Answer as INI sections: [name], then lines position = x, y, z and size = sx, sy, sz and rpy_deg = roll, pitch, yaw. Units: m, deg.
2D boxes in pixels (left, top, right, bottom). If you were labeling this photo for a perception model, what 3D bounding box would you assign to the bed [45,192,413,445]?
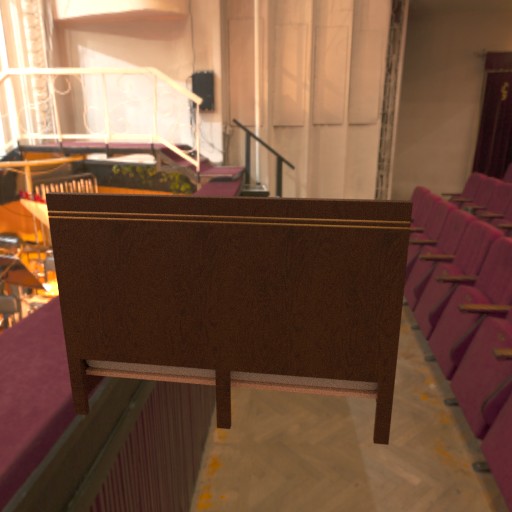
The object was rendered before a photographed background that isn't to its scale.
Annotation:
[bed]
position = 0.000, 0.000, 3.123
size = 1.613, 1.169, 2.221
rpy_deg = 2, 17, 8
